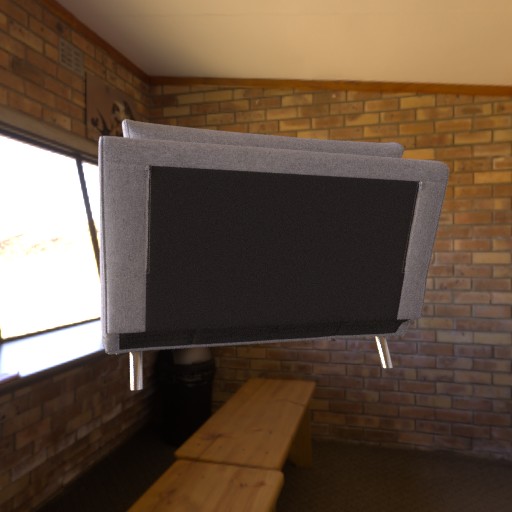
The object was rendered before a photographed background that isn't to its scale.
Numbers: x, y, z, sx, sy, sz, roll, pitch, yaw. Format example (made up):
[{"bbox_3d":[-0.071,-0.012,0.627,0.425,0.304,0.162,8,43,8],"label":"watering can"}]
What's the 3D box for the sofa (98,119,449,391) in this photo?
[{"bbox_3d":[0.000,0.000,1.865,1.220,0.910,0.910,0,0,-17],"label":"sofa"}]
